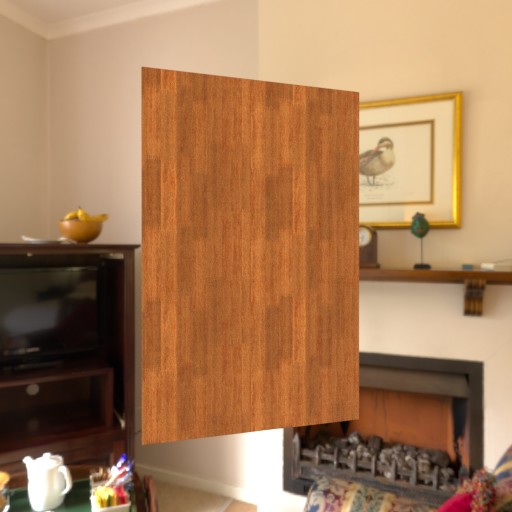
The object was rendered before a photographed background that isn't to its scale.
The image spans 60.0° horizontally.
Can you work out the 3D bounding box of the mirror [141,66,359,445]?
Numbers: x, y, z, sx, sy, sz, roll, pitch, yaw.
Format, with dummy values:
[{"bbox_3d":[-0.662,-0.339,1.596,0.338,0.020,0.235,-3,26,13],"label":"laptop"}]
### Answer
[{"bbox_3d":[0.000,0.000,1.298,0.651,1.010,0.047,0,0,-17],"label":"mirror"}]
